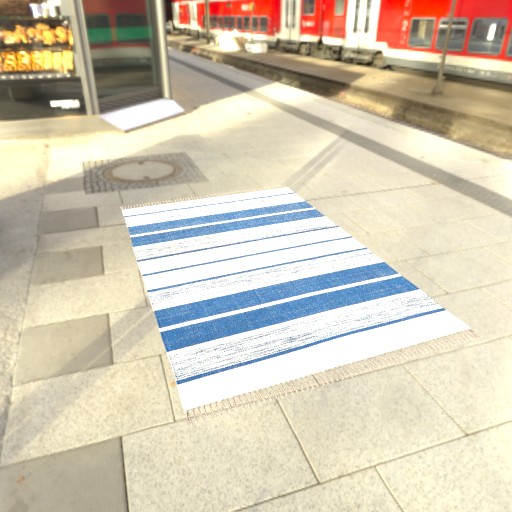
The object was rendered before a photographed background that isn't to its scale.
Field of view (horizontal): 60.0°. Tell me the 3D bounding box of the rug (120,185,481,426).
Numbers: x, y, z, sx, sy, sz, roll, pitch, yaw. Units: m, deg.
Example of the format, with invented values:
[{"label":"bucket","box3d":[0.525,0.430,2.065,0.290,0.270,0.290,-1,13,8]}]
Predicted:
[{"label":"rug","box3d":[0.000,0.000,3.012,1.532,0.010,2.441,-11,31,-18]}]
